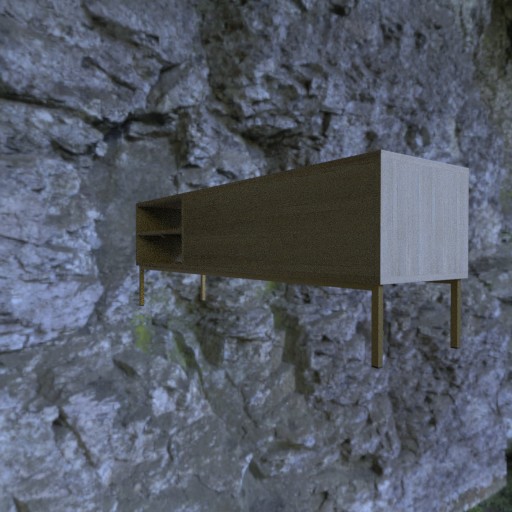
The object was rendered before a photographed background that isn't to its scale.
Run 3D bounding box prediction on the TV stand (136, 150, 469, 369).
[{"bbox_3d":[0.000,0.000,1.867,0.420,0.550,1.600,-1,1,-37],"label":"TV stand"}]
